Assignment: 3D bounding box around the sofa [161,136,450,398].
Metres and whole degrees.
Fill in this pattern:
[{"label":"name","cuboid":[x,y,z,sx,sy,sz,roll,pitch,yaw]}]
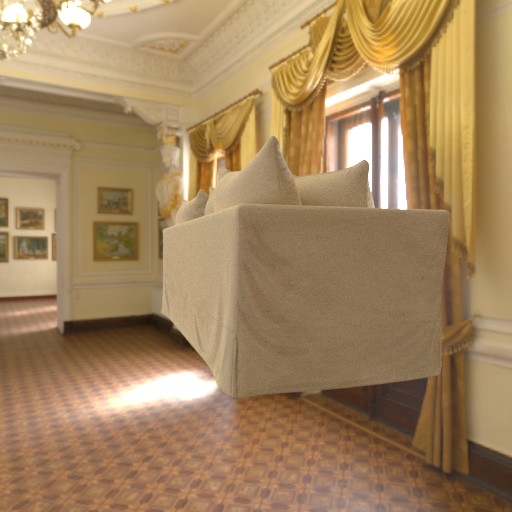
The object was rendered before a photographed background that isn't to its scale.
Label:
[{"label":"sofa","cuboid":[0.000,0.000,2.976,1.030,1.042,2.484,0,1,-18]}]
